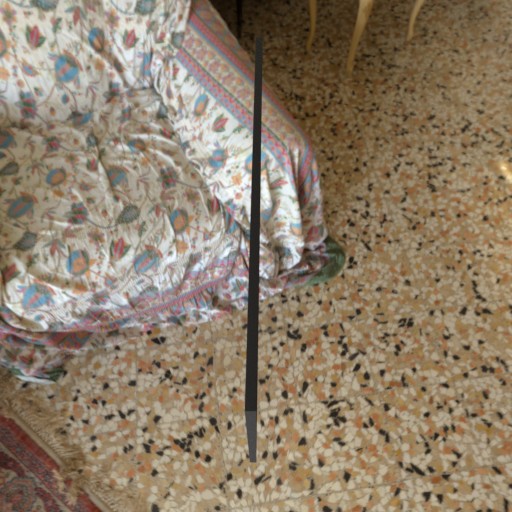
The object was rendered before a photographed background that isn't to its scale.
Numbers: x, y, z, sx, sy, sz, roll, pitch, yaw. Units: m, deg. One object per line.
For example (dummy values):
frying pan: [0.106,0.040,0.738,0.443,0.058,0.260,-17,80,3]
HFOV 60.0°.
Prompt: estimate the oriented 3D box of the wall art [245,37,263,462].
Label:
wall art: [0.000,0.000,0.841,0.013,0.458,0.664,1,59,1]
